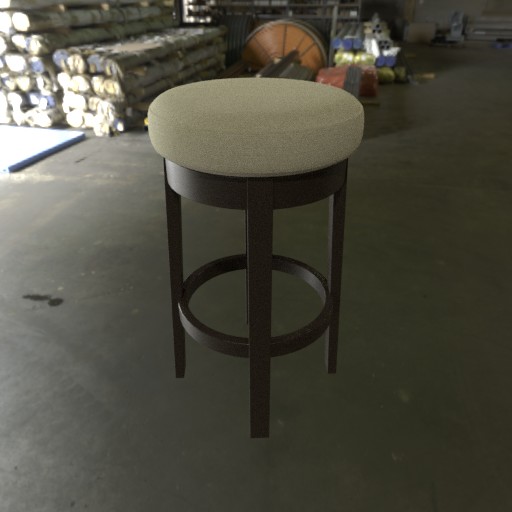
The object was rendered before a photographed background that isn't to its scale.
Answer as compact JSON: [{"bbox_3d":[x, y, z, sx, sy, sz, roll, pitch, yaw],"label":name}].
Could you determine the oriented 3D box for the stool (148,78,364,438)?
[{"bbox_3d":[0.000,0.000,1.060,0.446,0.758,0.446,0,31,0],"label":"stool"}]
